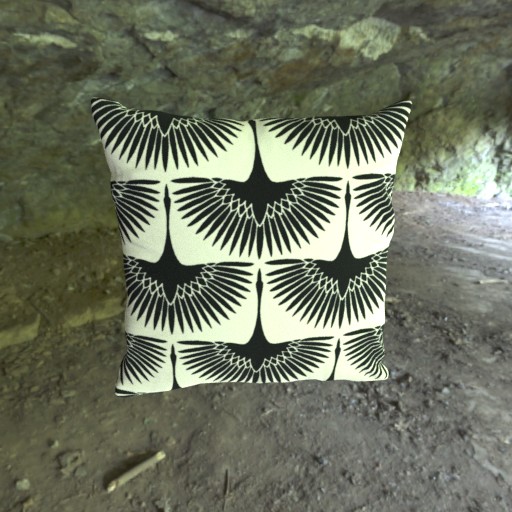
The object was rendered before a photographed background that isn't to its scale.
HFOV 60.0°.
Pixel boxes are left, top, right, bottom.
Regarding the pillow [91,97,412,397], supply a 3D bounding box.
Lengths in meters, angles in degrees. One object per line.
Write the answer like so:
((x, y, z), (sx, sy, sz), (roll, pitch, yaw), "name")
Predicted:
((0.000, 0.000, 0.644), (0.432, 0.432, 0.139), (-2, 16, -7), "pillow")
